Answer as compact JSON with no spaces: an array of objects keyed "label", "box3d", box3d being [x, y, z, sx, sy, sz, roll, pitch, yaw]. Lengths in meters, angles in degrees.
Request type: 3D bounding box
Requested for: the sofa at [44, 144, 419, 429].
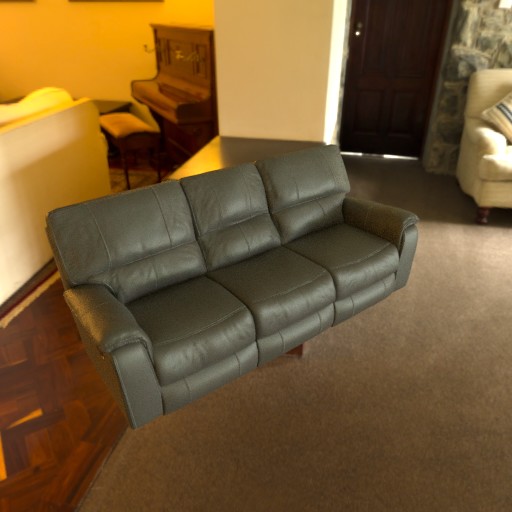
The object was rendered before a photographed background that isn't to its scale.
[{"label":"sofa","box3d":[0.000,0.000,3.251,2.627,1.134,1.104,-20,35,-32]}]
